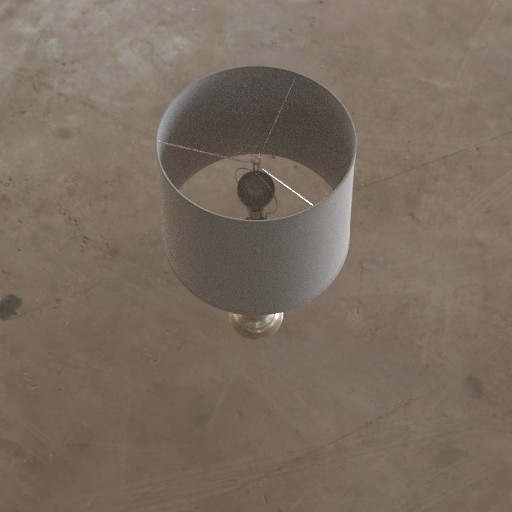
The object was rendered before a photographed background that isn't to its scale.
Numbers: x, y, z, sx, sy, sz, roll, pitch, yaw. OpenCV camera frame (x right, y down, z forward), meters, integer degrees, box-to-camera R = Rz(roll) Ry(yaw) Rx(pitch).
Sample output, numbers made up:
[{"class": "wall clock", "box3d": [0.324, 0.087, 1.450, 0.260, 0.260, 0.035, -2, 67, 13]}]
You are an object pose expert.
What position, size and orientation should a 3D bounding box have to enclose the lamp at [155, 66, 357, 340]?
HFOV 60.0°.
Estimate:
[{"class": "lamp", "box3d": [0.000, 0.000, 0.889, 0.331, 0.698, 0.331, 0, 63, 0]}]
